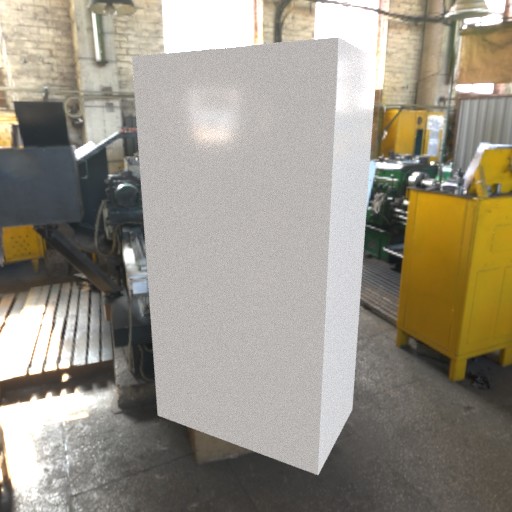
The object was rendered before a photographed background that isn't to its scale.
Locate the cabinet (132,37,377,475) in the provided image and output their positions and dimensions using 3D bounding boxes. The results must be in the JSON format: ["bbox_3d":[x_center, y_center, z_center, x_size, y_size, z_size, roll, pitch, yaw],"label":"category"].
[{"bbox_3d":[0.000,0.000,2.322,0.980,1.920,0.580,8,18,27],"label":"cabinet"}]
